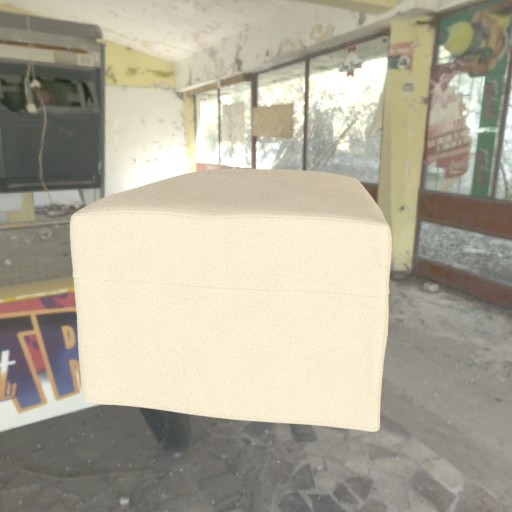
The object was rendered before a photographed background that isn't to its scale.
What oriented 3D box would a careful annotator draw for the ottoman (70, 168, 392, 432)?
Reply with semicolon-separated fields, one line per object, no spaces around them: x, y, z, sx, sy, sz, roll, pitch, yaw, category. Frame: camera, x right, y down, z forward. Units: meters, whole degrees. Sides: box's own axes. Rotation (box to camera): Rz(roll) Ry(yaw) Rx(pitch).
0.000;0.000;1.183;0.590;0.444;0.872;2;15;9;ottoman
